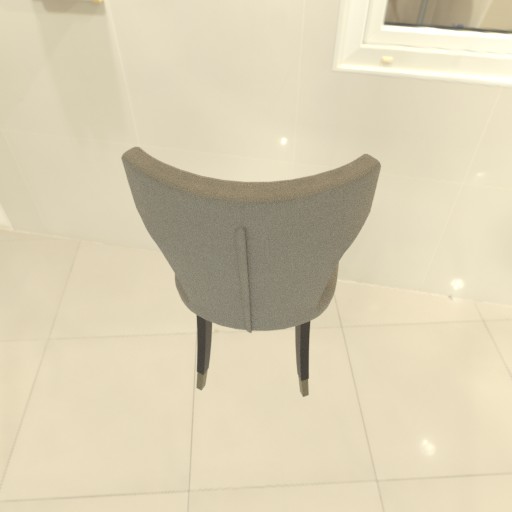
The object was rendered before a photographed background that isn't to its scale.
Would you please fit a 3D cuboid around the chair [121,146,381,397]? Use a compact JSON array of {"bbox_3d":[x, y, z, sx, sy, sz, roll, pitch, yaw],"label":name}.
[{"bbox_3d":[0.000,0.000,1.328,0.526,0.955,0.630,3,46,3],"label":"chair"}]
